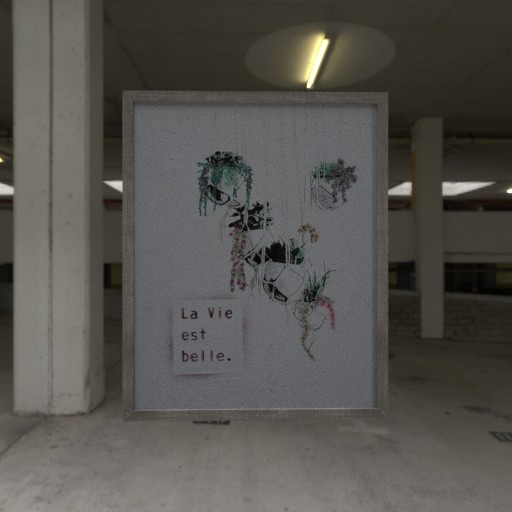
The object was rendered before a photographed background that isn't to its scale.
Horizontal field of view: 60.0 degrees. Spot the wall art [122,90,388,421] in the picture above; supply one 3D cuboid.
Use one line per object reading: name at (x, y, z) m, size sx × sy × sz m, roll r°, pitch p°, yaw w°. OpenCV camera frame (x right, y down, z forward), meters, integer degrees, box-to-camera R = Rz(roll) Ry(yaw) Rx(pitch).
wall art at (0.000, 0.000, 0.717) m, size 0.421 × 0.521 × 0.032 m, roll 0°, pitch 0°, yaw -2°
